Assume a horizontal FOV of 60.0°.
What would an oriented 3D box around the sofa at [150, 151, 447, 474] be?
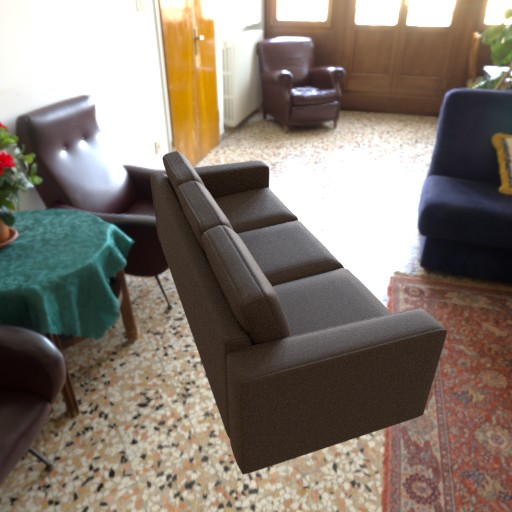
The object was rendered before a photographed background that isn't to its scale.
[{"bbox_3d":[0.000,0.000,2.603,0.900,0.806,2.160,-10,33,-17],"label":"sofa"}]
